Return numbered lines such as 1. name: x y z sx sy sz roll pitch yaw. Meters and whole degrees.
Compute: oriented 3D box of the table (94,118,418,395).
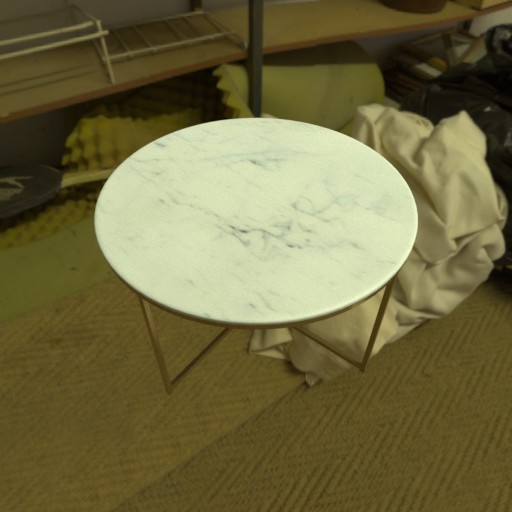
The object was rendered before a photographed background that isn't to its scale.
1. table: 0.000 0.000 1.286 0.800 0.450 0.800 0 45 0
